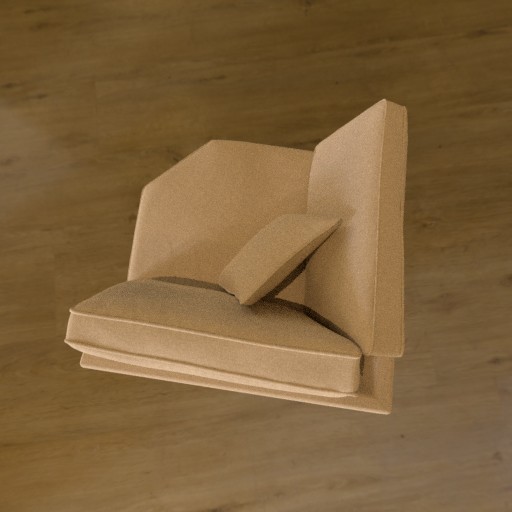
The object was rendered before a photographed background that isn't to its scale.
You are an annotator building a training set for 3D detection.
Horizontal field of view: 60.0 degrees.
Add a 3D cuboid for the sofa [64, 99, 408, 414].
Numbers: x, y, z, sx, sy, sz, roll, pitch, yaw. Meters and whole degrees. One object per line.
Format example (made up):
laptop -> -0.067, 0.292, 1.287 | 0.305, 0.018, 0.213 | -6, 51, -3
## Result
sofa -> 0.000, 0.000, 1.829 | 1.042, 0.937, 1.050 | 8, 76, 2
